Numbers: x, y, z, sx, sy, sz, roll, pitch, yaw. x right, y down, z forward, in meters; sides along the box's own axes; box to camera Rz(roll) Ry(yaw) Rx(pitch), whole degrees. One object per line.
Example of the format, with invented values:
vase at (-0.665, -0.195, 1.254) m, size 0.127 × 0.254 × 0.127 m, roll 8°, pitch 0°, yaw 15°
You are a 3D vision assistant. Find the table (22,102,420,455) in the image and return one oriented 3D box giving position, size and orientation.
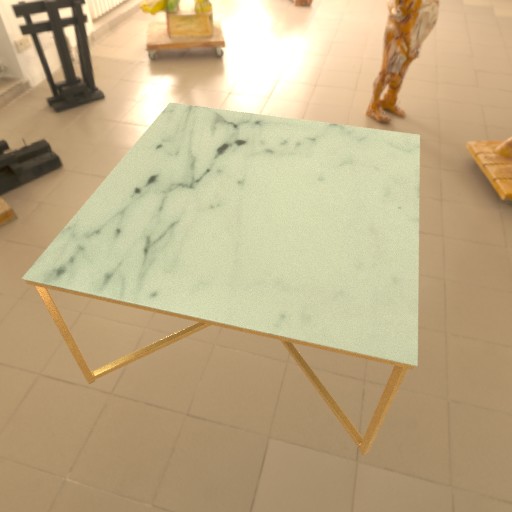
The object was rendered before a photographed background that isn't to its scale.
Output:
table at (0.000, 0.000, 1.282) m, size 0.800 × 0.450 × 0.800 m, roll 11°, pitch 47°, yaw 10°
